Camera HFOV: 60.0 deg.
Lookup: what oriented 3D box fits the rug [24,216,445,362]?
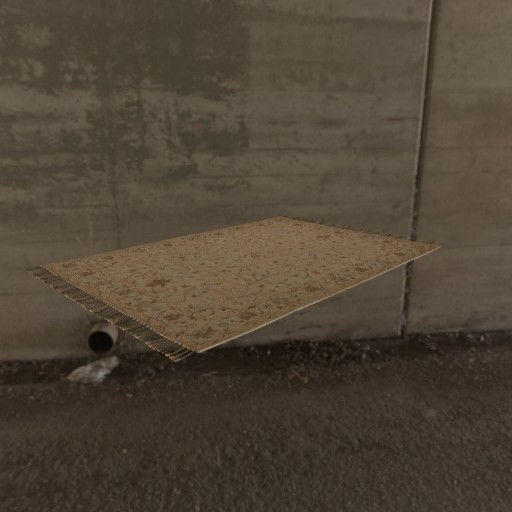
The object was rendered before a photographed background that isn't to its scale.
[{"bbox_3d":[0.000,0.000,2.285,1.218,0.017,1.861,15,22,42],"label":"rug"}]
